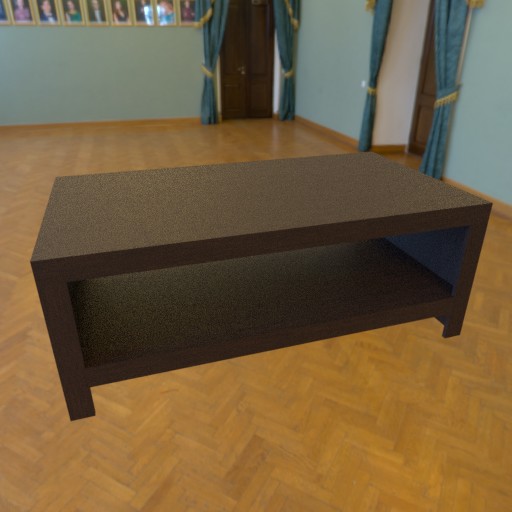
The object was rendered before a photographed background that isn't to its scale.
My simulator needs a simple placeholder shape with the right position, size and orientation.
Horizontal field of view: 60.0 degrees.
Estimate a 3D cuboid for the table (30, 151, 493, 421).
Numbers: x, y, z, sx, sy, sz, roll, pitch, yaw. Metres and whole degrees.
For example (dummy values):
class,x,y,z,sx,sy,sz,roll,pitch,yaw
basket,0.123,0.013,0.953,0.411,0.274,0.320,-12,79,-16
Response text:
class,x,y,z,sx,sy,sz,roll,pitch,yaw
table,0.000,0.000,1.348,1.099,0.424,0.597,-8,28,-16
